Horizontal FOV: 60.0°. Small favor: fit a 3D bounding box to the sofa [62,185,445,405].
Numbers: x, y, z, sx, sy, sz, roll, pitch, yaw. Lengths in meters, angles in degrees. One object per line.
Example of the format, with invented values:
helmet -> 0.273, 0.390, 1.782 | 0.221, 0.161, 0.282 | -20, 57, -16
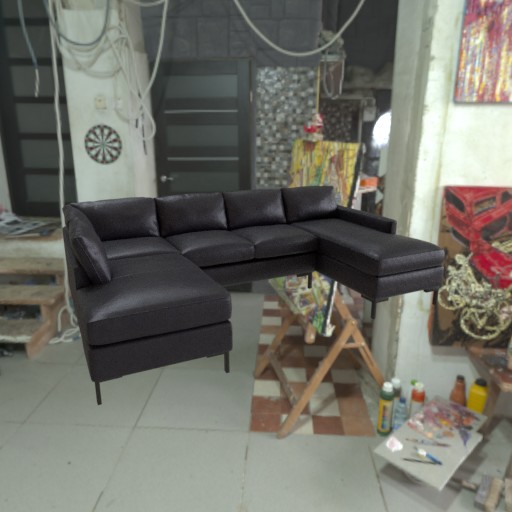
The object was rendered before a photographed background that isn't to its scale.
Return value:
sofa -> 0.000, 0.000, 3.793 | 2.956, 0.900, 1.939 | -8, 18, -25
